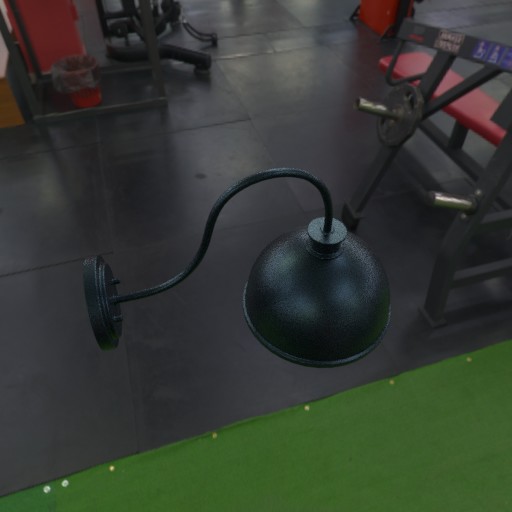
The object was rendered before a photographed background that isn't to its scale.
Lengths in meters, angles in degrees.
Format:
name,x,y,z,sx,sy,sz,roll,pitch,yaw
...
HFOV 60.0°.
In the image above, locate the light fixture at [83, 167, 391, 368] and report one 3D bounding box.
name,x,y,z,sx,sy,sz,roll,pitch,yaw
light fixture,0.000,0.000,0.644,0.467,0.295,0.253,-11,48,-10
